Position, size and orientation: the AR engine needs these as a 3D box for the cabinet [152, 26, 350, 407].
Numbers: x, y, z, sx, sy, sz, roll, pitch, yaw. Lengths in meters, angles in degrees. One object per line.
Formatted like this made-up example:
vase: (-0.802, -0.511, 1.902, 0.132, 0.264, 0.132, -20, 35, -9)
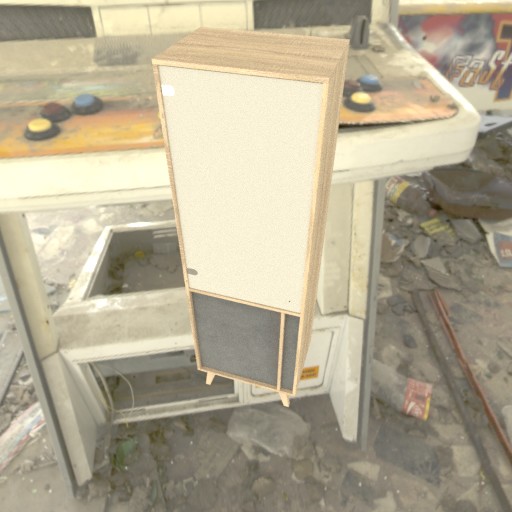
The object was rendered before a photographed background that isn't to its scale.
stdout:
cabinet: (0.000, 0.000, 2.098, 0.570, 1.850, 0.400, 12, 43, 13)
